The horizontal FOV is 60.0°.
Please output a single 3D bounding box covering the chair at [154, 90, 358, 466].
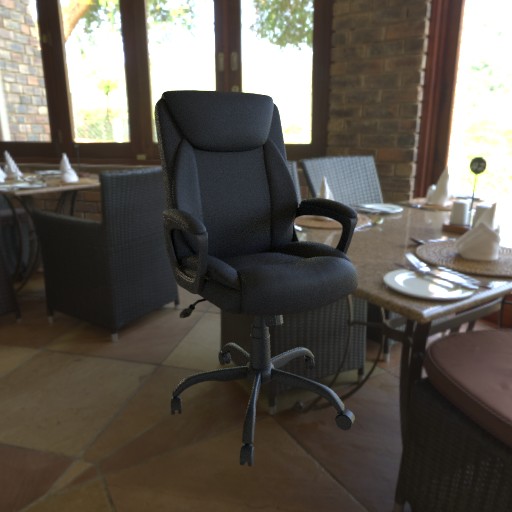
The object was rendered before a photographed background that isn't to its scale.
[{"bbox_3d":[0.000,0.000,1.471,0.615,1.072,0.655,-8,17,-27],"label":"chair"}]
